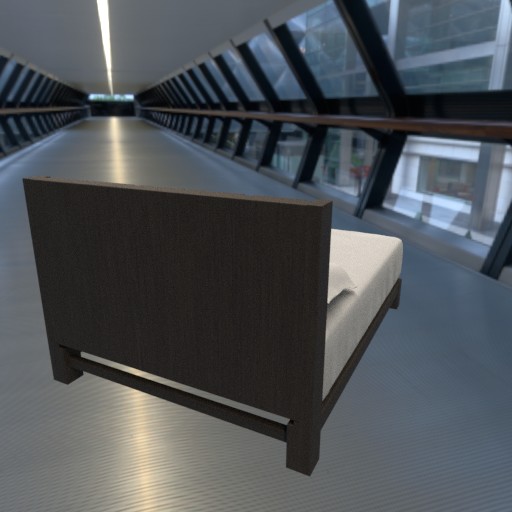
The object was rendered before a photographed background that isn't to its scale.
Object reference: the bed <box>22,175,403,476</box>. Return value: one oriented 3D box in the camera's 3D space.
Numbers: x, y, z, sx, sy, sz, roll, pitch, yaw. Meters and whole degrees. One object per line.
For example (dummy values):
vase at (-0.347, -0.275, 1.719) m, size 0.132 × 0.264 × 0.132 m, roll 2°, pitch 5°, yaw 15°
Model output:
bed at (0.000, 0.000, 3.191) m, size 1.727 × 1.270 × 2.242 m, roll 9°, pitch 19°, yaw 26°
